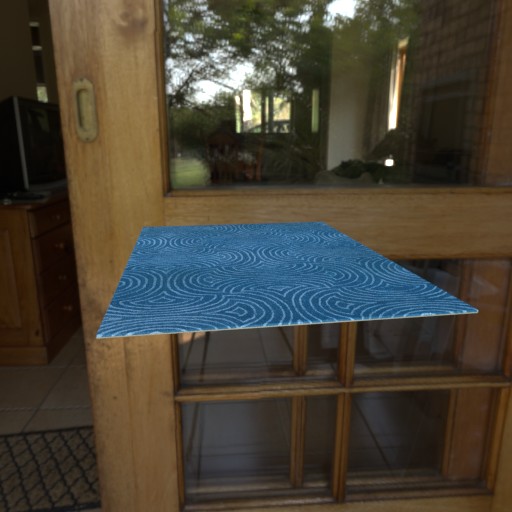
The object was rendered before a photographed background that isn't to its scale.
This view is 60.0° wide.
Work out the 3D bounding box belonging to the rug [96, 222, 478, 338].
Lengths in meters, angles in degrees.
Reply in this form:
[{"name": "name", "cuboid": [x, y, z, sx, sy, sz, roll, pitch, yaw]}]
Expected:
[{"name": "rug", "cuboid": [0.000, 0.000, 2.765, 1.543, 0.015, 2.144, -2, 15, -9]}]
